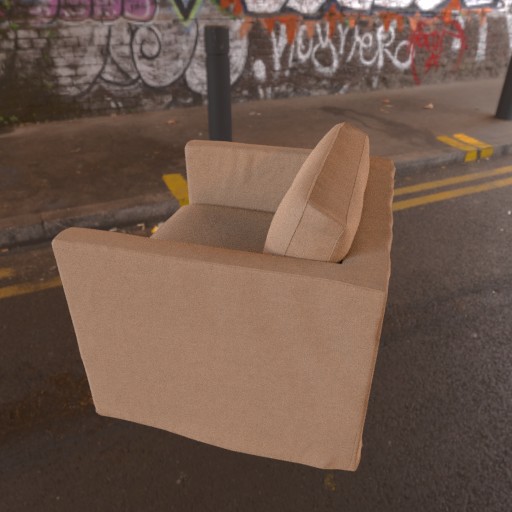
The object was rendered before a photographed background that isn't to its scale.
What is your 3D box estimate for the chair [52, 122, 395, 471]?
[{"bbox_3d":[0.000,0.000,1.686,0.949,0.867,1.057,8,32,13],"label":"chair"}]
